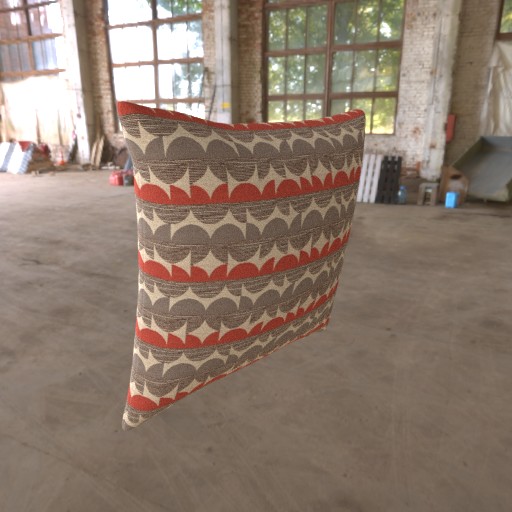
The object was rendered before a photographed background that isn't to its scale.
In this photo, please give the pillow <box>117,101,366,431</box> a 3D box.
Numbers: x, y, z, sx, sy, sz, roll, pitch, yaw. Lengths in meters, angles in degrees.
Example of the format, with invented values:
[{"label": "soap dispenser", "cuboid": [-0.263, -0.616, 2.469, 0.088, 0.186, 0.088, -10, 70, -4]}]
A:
[{"label": "pillow", "cuboid": [0.000, 0.000, 0.639, 0.420, 0.410, 0.180, -15, 23, -41]}]
